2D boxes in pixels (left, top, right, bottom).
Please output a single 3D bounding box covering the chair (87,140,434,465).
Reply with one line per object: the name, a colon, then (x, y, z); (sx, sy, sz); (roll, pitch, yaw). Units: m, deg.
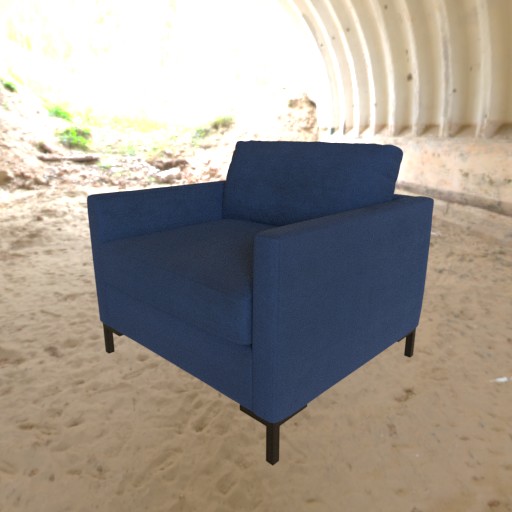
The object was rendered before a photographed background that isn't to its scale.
chair: (0.000, 0.000, 1.639); (0.964, 0.812, 0.875); (15, 22, 42)
